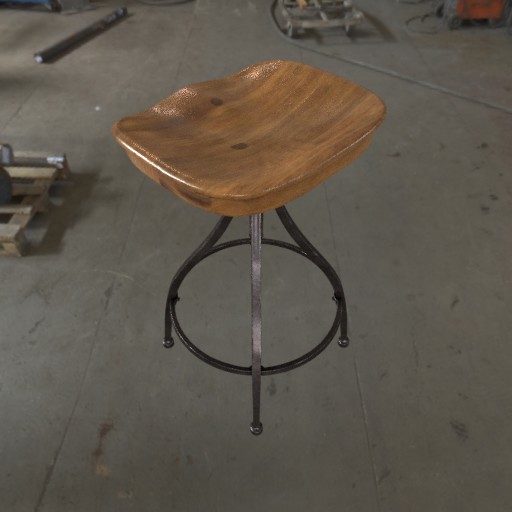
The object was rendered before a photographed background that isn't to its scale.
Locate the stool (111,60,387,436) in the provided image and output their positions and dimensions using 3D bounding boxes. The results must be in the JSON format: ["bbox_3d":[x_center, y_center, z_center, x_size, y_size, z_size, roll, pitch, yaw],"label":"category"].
[{"bbox_3d":[0.000,0.000,0.991,0.424,0.694,0.432,35,55,30],"label":"stool"}]
